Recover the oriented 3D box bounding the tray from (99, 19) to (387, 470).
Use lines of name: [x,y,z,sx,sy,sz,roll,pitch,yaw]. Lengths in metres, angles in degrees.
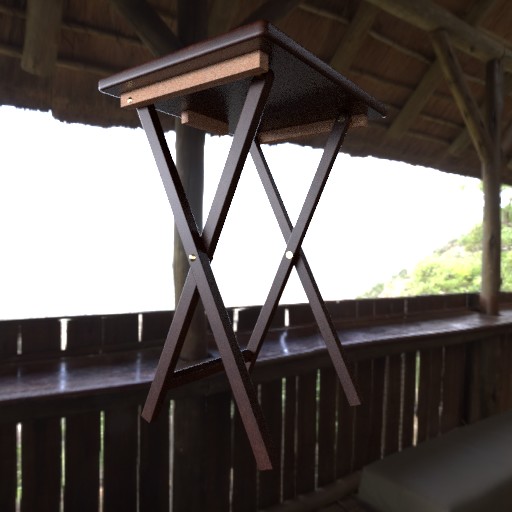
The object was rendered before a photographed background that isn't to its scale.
tray: [0.000,0.000,0.913,0.381,0.660,0.483,1,2,36]
